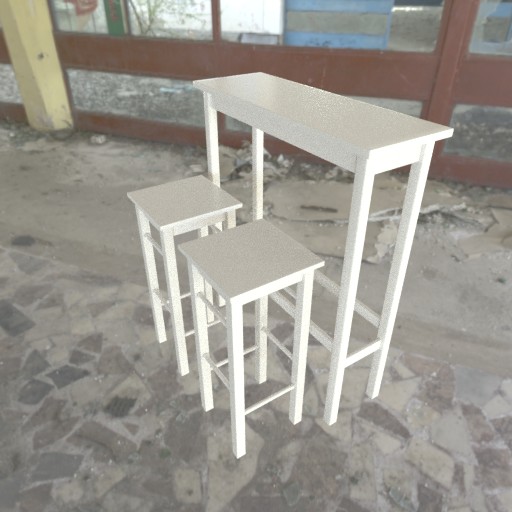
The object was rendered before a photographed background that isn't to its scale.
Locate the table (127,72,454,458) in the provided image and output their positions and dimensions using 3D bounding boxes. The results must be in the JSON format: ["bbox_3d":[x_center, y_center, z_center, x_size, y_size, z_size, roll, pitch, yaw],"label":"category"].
[{"bbox_3d":[0.000,0.000,1.630,0.650,1.065,0.915,-20,38,-27],"label":"table"}]
